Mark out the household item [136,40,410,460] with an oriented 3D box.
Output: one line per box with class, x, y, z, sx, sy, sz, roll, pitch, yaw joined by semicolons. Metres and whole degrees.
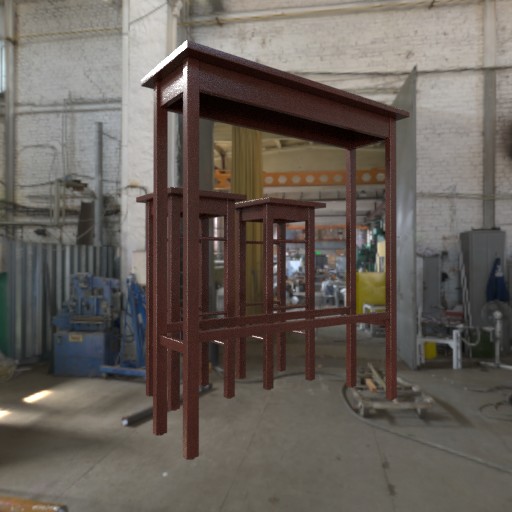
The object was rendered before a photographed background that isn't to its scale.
household item;0.000;0.000;1.640;0.914;1.067;0.676;0;-1;-36
